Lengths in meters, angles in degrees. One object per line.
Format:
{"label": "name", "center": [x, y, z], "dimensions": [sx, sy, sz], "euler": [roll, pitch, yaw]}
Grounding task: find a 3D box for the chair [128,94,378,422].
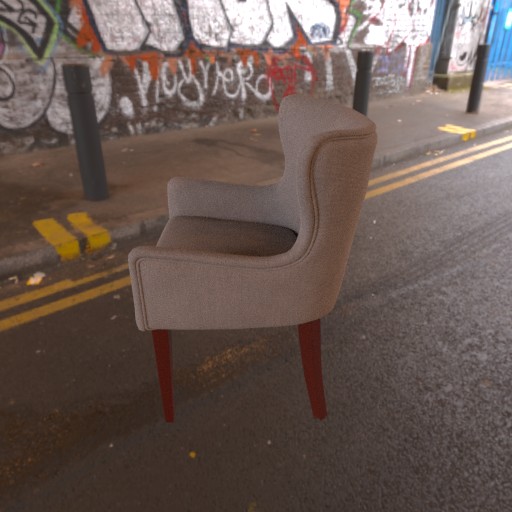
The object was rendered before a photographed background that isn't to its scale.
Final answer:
{"label": "chair", "center": [0.000, 0.000, 1.481], "dimensions": [0.677, 0.948, 0.732], "euler": [0, 27, 0]}
